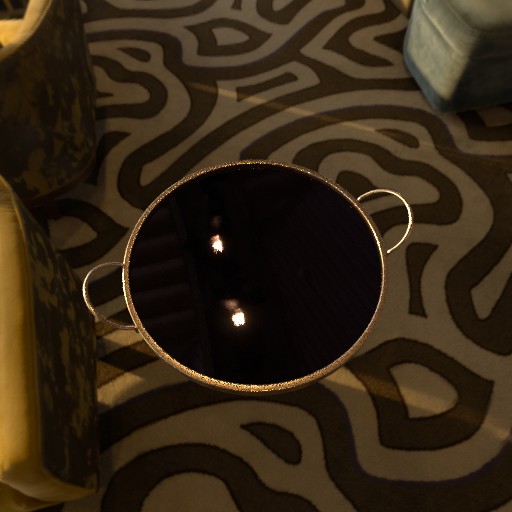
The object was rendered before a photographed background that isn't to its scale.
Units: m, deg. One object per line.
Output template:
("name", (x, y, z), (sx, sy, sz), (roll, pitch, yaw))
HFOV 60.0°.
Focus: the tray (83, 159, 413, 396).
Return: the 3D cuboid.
("tray", (0.000, 0.000, 0.732), (0.543, 0.069, 0.438), (-16, 61, -9))
